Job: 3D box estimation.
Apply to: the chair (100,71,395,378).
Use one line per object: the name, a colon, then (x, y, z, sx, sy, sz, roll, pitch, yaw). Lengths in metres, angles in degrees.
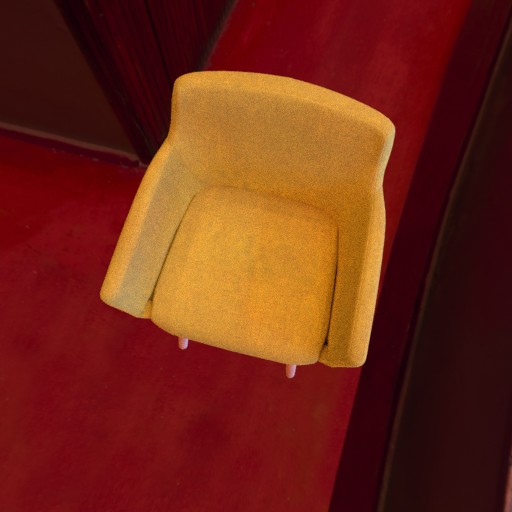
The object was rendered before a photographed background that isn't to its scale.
chair: (0.000, 0.000, 1.199, 0.570, 0.780, 0.570, 14, 76, 4)
